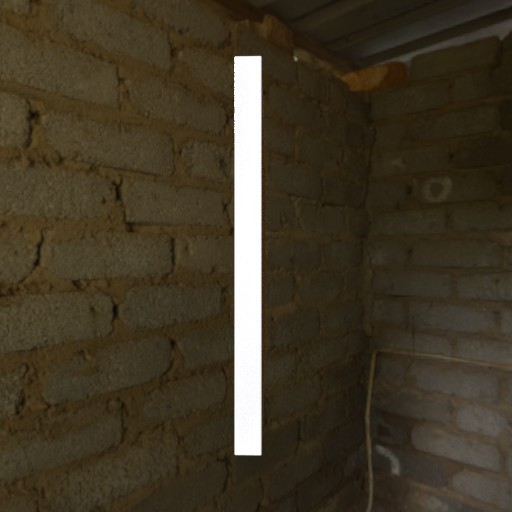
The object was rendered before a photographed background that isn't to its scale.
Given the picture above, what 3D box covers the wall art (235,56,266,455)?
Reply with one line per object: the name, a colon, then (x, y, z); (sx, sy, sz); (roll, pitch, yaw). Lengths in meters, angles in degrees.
wall art: (0.000, 0.000, 1.395); (0.053, 0.787, 1.041); (0, 0, 2)
